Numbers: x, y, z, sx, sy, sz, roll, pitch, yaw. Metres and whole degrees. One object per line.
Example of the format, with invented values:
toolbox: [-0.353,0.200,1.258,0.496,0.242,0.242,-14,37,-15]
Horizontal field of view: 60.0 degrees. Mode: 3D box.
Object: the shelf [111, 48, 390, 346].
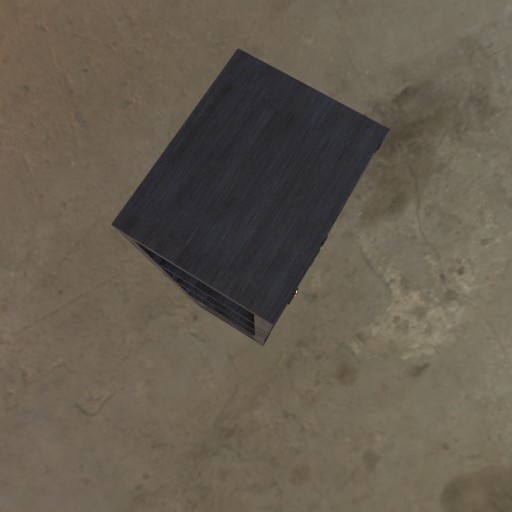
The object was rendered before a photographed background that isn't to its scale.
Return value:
shelf: [0.000,0.000,1.950,0.472,1.727,0.584,31,79,7]
